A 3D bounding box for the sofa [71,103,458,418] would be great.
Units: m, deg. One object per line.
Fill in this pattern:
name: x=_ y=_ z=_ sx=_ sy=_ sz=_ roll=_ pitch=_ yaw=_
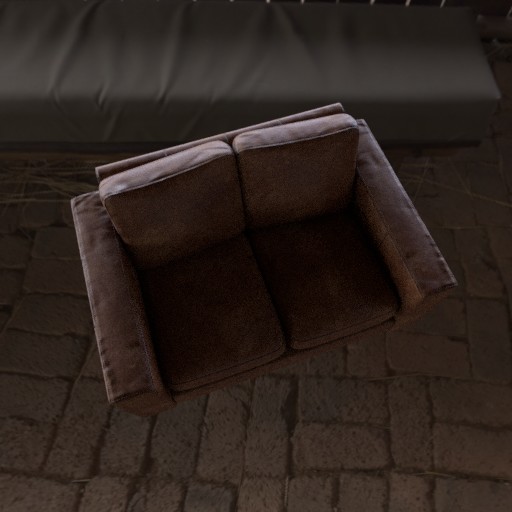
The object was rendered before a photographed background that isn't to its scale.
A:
sofa: x=0.000 y=0.000 z=2.264 sx=1.626 sy=0.889 sz=1.041 roll=-17 pitch=66 yaw=-8
